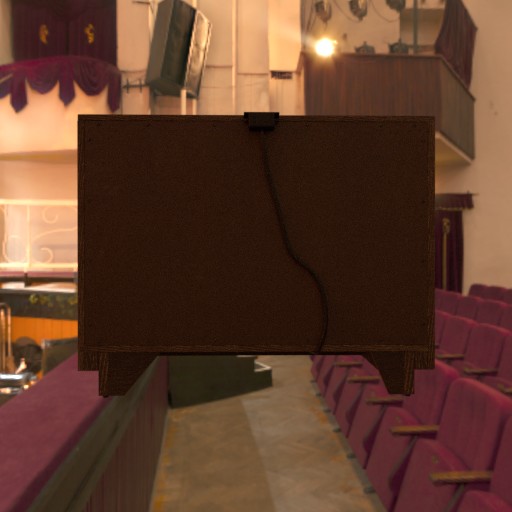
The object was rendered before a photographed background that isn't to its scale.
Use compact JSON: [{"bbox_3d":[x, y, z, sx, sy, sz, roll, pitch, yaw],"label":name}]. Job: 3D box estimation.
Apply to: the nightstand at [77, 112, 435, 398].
[{"bbox_3d":[0.000,0.000,1.164,0.775,0.612,0.457,0,0,-1],"label":"nightstand"}]
